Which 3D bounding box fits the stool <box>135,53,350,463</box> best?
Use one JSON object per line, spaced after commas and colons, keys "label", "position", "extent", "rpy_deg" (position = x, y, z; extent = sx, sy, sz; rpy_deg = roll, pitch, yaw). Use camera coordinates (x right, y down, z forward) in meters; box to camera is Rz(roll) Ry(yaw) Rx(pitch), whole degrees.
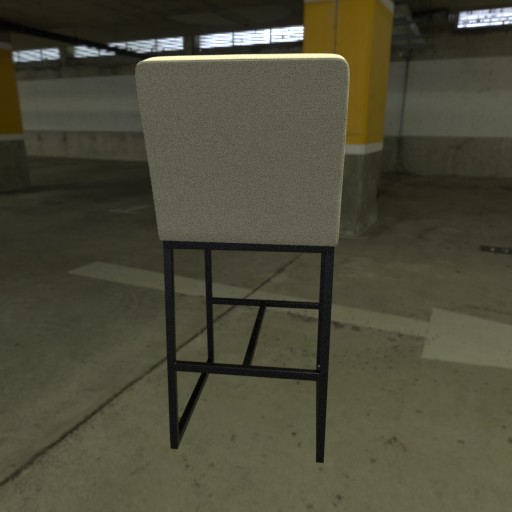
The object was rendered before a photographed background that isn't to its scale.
{"label": "stool", "position": [0.000, 0.000, 1.318], "extent": [0.460, 1.040, 0.560], "rpy_deg": [2, 17, 7]}
